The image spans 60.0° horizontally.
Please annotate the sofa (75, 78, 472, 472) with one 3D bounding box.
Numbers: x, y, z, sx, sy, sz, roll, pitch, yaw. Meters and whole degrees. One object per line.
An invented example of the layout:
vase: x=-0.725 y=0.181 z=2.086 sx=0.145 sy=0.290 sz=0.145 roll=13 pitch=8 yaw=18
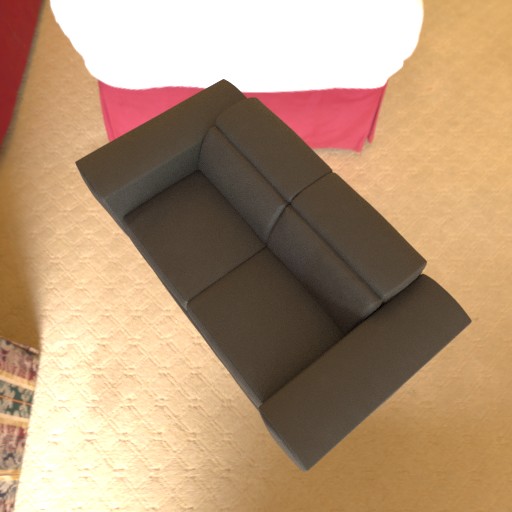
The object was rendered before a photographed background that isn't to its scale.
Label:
sofa: x=0.000 y=0.000 z=2.356 sx=1.003 sy=0.779 sz=1.895 roll=-35 pitch=70 yaw=-15
